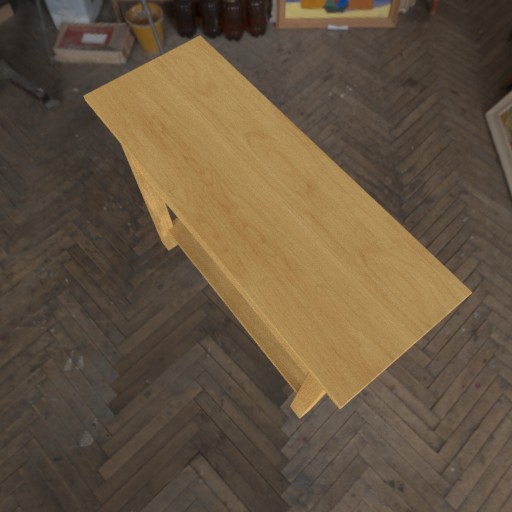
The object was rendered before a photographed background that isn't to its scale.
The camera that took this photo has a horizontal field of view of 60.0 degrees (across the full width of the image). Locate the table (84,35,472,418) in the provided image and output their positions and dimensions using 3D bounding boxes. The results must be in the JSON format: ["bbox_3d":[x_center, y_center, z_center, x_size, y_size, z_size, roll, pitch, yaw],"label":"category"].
[{"bbox_3d":[0.000,0.000,1.275,0.340,0.728,0.900,-35,69,-15],"label":"table"}]
